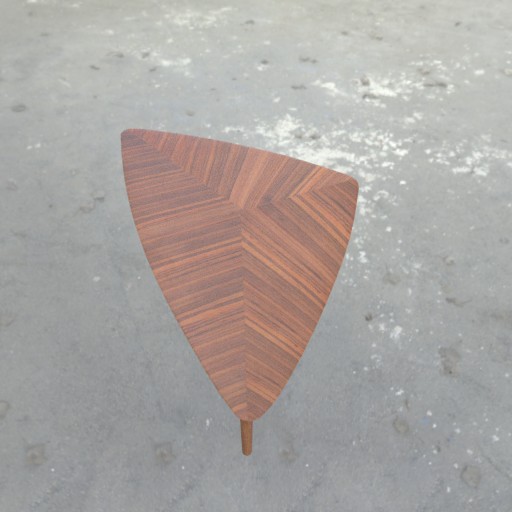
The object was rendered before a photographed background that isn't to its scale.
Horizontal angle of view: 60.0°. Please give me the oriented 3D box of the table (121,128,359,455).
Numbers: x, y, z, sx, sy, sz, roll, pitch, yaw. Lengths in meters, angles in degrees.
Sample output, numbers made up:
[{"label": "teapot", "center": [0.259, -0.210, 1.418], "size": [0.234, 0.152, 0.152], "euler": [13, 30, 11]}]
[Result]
[{"label": "table", "center": [0.000, 0.000, 1.278], "size": [0.601, 0.365, 1.008], "euler": [-18, 50, -15]}]
